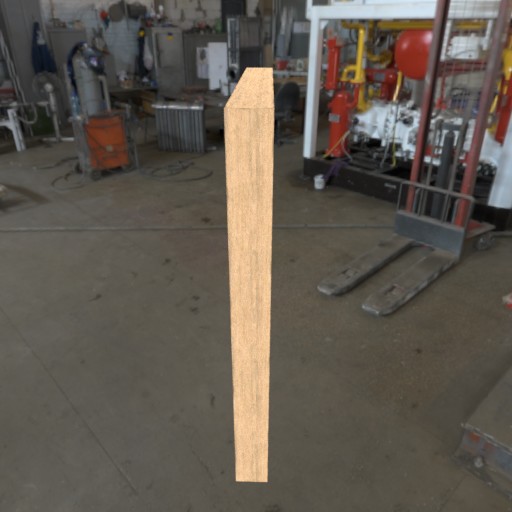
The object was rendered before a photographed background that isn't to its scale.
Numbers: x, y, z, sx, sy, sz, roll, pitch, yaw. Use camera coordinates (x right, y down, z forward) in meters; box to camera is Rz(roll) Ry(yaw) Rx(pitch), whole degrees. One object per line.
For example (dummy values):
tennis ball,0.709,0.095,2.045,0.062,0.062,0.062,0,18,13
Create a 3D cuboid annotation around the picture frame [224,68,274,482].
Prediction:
picture frame,0.000,0.000,0.714,0.046,0.526,0.421,1,28,2
